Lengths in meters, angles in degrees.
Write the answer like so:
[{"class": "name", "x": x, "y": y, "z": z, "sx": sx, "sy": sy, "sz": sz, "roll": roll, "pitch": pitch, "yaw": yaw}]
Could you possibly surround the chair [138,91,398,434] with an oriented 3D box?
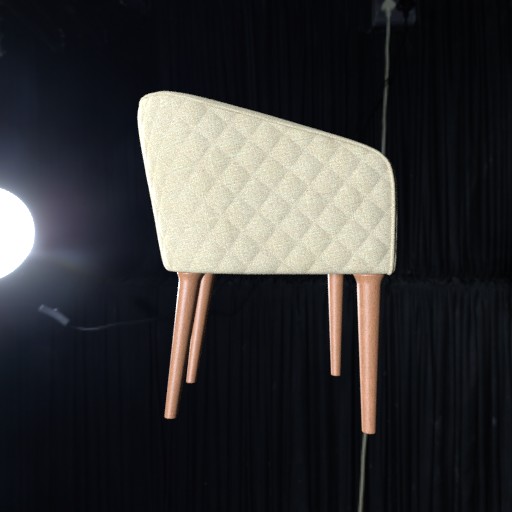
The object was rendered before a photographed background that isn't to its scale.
[{"class": "chair", "x": 0.000, "y": 0.000, "z": 1.212, "sx": 0.616, "sy": 0.775, "sz": 0.584, "roll": 0, "pitch": 0, "yaw": 1}]
